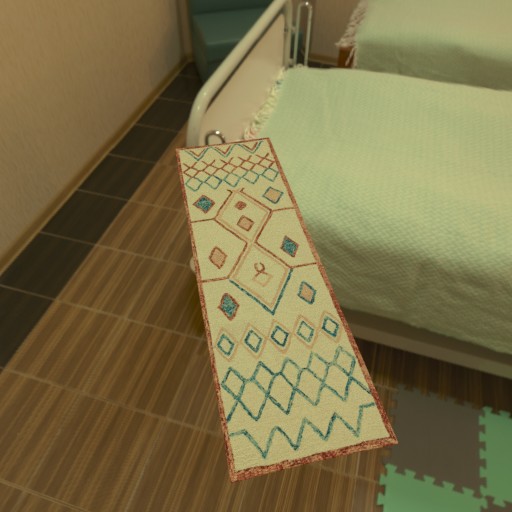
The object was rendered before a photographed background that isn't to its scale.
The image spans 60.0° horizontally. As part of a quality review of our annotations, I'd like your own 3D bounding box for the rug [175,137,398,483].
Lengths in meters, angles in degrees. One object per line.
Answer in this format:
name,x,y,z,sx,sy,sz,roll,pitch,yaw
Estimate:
rug,0.000,0.000,2.691,0.750,0.011,2.435,-9,49,-8
